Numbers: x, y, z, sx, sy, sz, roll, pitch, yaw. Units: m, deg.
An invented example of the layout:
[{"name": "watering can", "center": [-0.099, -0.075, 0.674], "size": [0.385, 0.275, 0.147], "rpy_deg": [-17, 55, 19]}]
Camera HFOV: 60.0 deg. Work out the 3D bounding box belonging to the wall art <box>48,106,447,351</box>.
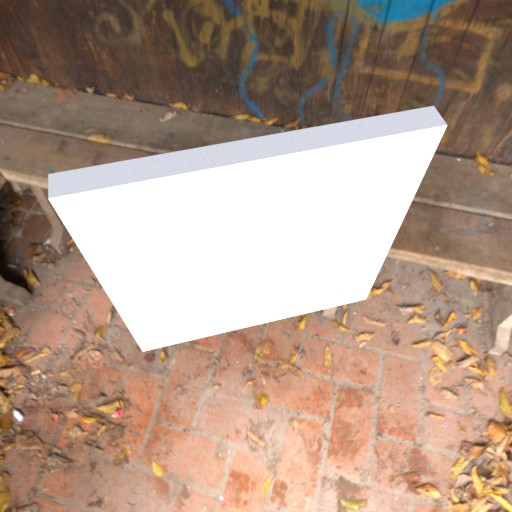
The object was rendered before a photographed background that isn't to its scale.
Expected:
[{"name": "wall art", "center": [0.000, 0.000, 0.540], "size": [0.355, 0.355, 0.027], "rpy_deg": [-12, 59, -7]}]
